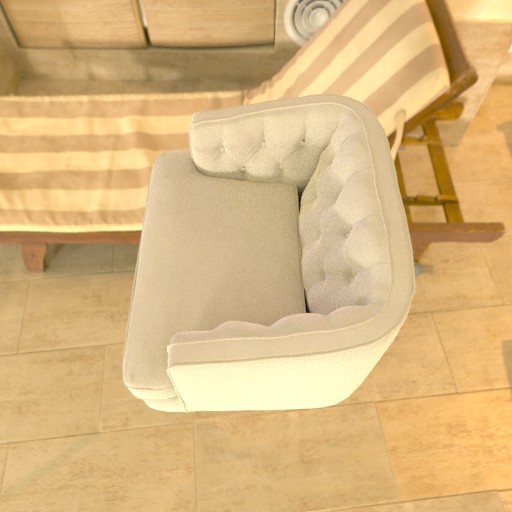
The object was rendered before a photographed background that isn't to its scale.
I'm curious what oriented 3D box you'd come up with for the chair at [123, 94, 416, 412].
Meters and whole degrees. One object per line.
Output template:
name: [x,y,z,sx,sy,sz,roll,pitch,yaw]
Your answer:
chair: [0.000,0.000,1.782,0.941,0.852,1.104,0,59,0]
